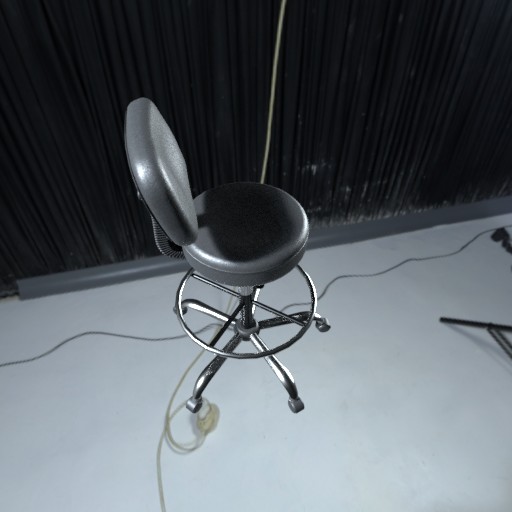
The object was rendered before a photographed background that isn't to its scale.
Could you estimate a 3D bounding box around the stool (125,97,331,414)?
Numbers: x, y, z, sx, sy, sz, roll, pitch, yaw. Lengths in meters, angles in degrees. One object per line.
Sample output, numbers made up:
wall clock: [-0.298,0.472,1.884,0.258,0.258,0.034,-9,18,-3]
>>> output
stool: [0.000,0.000,1.498,0.658,1.069,0.694,-10,47,-9]
